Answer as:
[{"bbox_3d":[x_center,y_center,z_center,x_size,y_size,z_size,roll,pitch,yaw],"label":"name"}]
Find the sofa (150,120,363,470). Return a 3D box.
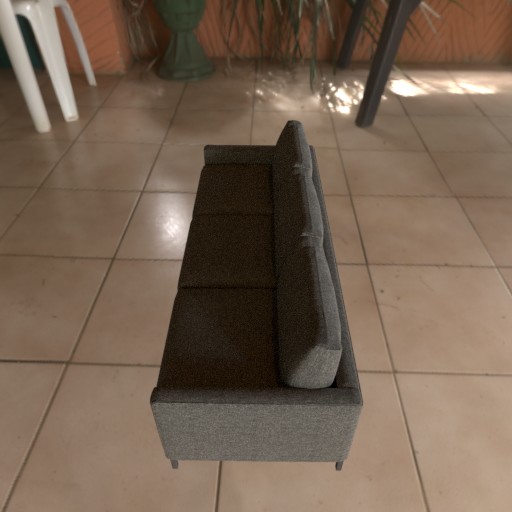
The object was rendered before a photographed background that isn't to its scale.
[{"bbox_3d":[0.000,0.000,2.702,0.876,0.879,2.253,0,40,0],"label":"sofa"}]
